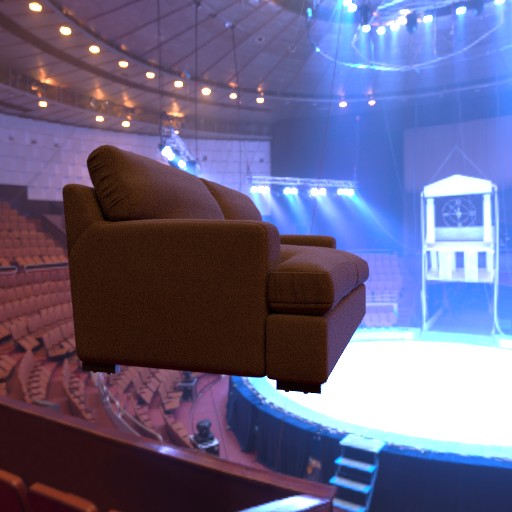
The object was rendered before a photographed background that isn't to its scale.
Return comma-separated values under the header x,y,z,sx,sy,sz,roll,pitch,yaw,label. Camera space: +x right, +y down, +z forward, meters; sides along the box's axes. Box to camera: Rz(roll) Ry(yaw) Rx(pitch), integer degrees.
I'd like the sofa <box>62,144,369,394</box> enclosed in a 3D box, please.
x,y,z,sx,sy,sz,roll,pitch,yaw,label
0.000,0.000,2.523,1.140,0.950,1.869,0,1,18,sofa
